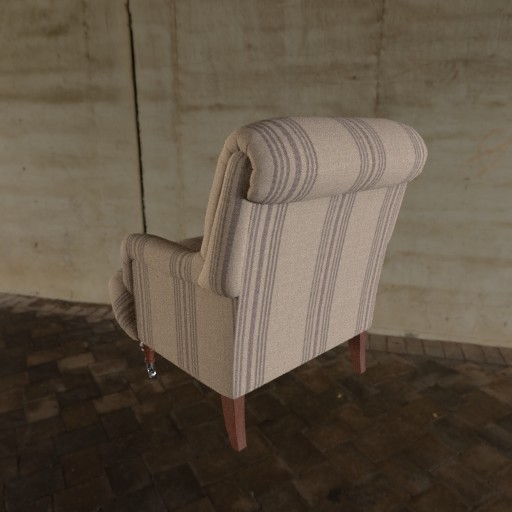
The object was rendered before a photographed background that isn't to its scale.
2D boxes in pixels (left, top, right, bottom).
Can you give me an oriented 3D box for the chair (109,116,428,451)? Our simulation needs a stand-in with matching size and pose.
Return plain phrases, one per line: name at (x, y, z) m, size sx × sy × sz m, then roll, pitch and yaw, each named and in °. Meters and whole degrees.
chair at (0.000, 0.000, 1.584) m, size 0.813 × 0.940 × 0.914 m, roll -15°, pitch 22°, yaw -41°
